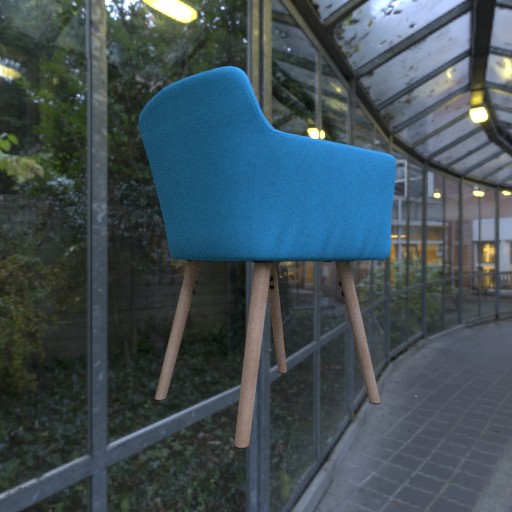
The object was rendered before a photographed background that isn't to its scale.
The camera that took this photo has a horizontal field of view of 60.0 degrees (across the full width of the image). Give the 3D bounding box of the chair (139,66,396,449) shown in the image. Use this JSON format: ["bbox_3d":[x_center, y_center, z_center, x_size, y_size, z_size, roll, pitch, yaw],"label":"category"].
[{"bbox_3d":[0.000,0.000,1.175,0.540,0.780,0.570,0,0,-38],"label":"chair"}]
